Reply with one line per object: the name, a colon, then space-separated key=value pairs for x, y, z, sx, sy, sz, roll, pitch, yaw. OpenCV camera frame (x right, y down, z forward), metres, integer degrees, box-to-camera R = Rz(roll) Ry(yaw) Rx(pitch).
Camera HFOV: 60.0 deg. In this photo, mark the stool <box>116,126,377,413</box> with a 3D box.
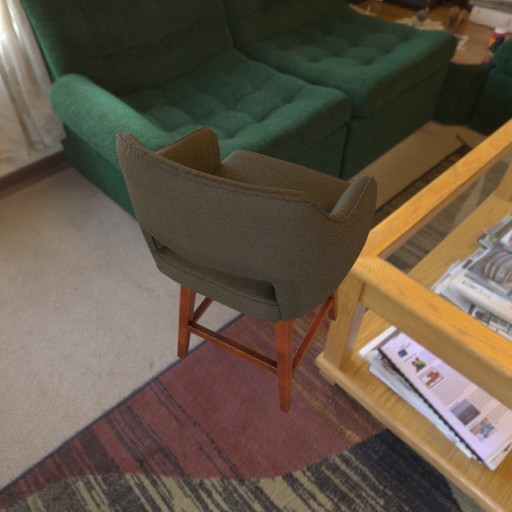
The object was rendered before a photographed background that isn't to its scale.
stool: x=0.000 y=0.000 z=1.269 sx=0.548 sy=0.912 sz=0.558 roll=22 pitch=51 yaw=19
